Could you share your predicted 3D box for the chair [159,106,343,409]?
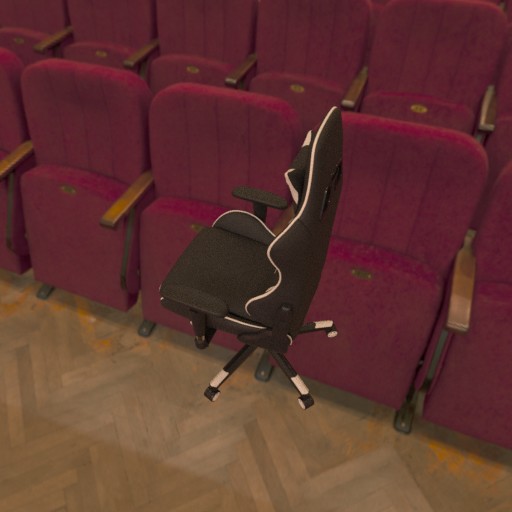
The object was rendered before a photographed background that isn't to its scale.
[{"bbox_3d":[0.000,0.000,1.684,0.700,1.240,0.700,17,49,15],"label":"chair"}]
